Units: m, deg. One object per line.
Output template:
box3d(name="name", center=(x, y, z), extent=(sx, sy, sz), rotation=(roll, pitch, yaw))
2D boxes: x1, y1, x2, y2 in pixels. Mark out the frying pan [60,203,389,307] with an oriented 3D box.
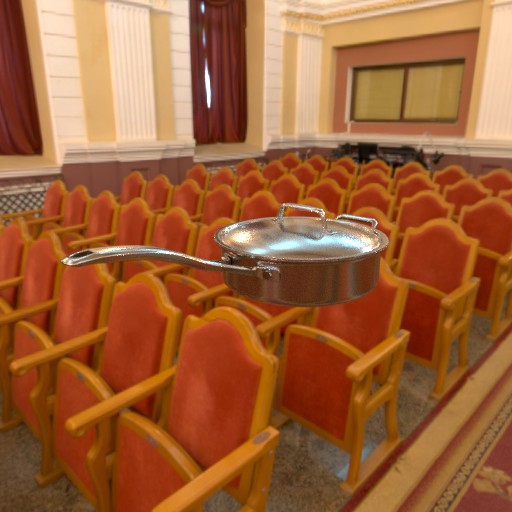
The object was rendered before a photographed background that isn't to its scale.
box3d(name="frying pan", center=(0.000, 0.000, 0.578), extent=(0.245, 0.111, 0.492), rotation=(16, 23, 42))
